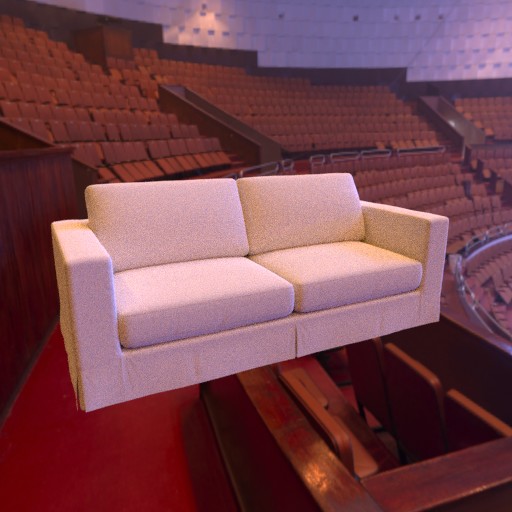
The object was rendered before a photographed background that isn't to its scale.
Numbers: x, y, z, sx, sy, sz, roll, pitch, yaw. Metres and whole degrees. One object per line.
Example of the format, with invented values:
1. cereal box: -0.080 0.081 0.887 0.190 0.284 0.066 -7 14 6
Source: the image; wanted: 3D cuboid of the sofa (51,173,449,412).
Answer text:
1. sofa: 0.000 0.000 2.629 2.163 0.881 0.954 -8 17 -26
